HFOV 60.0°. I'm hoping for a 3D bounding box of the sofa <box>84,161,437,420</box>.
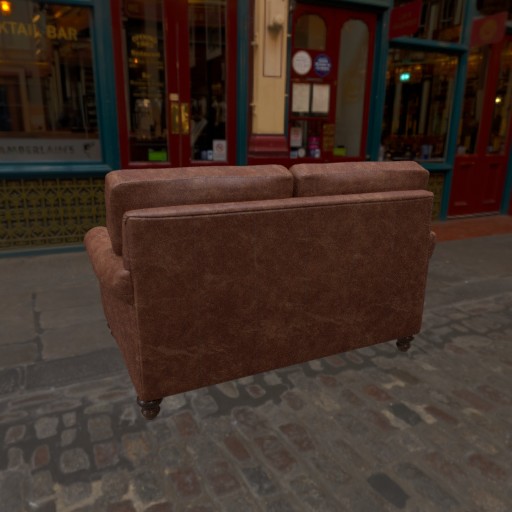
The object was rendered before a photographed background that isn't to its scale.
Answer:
[{"bbox_3d":[0.000,0.000,2.293,1.616,0.967,0.990,-7,17,-25],"label":"sofa"}]
